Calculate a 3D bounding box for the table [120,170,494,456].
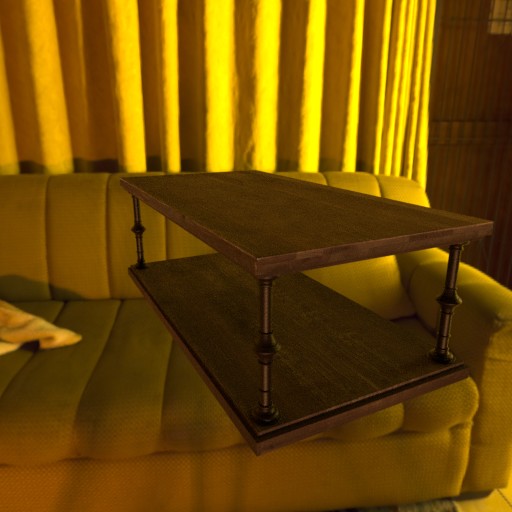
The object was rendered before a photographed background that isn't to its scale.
[{"bbox_3d":[0.000,0.000,1.319,0.554,0.373,1.088,-9,19,-26],"label":"table"}]
